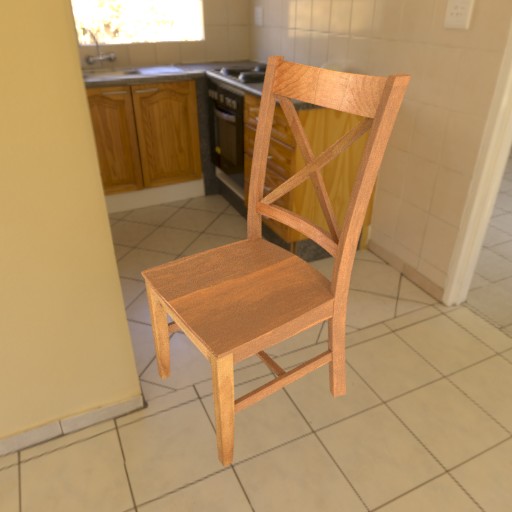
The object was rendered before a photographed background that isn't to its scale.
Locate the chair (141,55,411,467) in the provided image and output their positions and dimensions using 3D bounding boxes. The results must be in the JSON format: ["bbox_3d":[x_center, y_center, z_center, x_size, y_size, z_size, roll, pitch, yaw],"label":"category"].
[{"bbox_3d":[0.000,0.000,1.270,0.542,0.983,0.485,-20,36,-30],"label":"chair"}]
